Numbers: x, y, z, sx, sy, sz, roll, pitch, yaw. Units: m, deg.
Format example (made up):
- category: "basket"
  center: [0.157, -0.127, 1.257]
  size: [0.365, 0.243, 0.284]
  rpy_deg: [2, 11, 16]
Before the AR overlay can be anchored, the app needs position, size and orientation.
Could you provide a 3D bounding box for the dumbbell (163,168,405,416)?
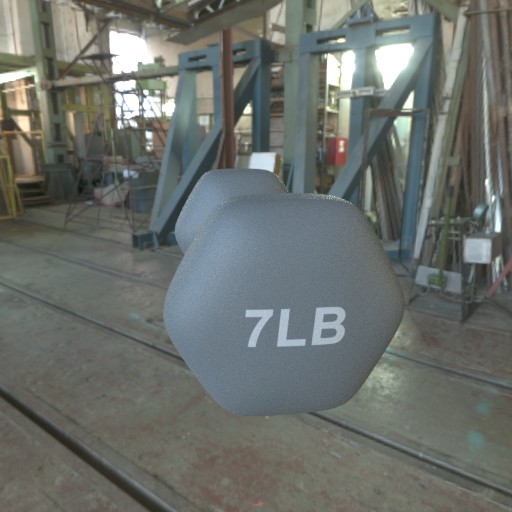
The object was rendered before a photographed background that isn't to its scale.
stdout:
- category: "dumbbell"
  center: [0.000, 0.000, 0.232]
  size: [0.090, 0.081, 0.184]
  rpy_deg: [-2, 15, -8]
